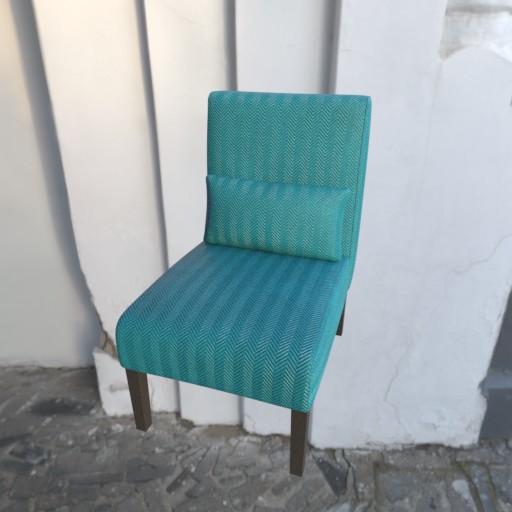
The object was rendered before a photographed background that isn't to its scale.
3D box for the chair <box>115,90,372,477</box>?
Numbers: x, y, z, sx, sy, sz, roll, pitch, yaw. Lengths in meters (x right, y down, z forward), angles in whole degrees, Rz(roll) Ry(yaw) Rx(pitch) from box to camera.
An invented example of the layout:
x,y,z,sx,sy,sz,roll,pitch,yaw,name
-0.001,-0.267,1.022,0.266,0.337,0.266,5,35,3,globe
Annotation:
x,y,z,sx,sy,sz,roll,pitch,yaw,name
0.000,0.000,1.422,0.579,0.927,0.808,8,27,17,chair
